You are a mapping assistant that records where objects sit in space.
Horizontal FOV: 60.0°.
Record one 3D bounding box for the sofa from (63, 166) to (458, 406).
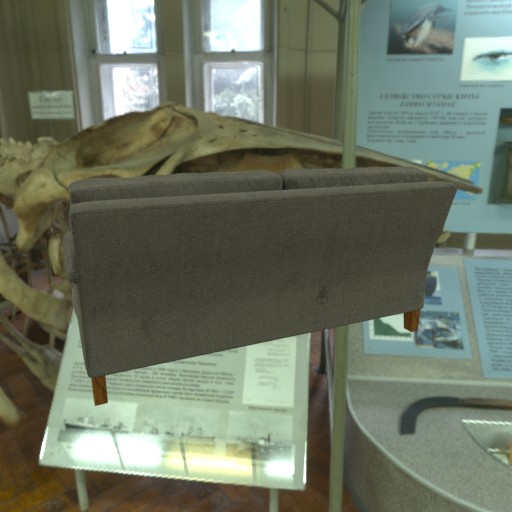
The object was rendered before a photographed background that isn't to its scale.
[{"bbox_3d":[0.000,0.000,2.732,2.165,1.087,1.086,-7,17,-24],"label":"sofa"}]
